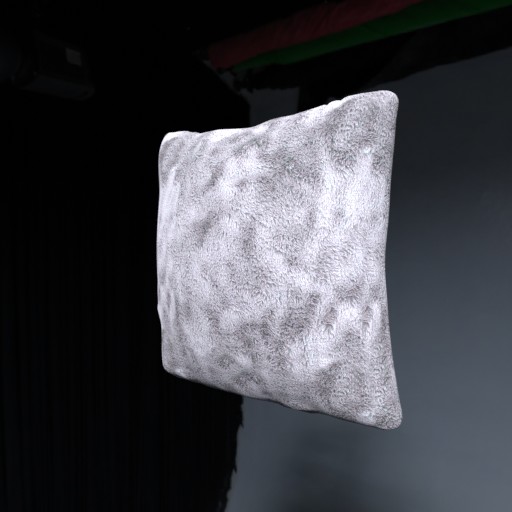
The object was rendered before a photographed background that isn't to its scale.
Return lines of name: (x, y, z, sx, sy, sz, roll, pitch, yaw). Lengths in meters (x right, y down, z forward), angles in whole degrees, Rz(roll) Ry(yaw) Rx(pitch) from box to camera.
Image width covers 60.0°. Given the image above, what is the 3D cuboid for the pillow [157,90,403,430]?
pillow: (0.000, 0.000, 0.801, 0.522, 0.520, 0.204, 1, 1, 37)
